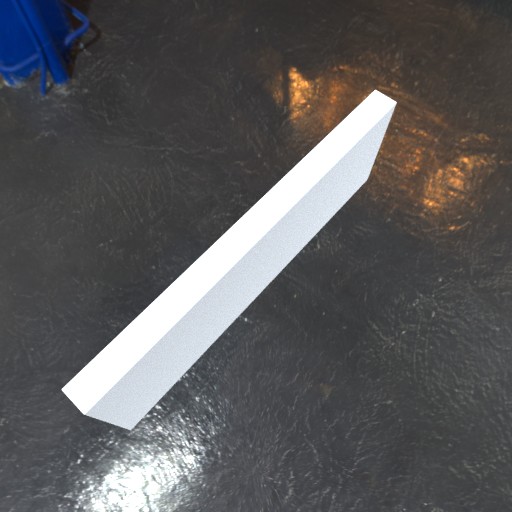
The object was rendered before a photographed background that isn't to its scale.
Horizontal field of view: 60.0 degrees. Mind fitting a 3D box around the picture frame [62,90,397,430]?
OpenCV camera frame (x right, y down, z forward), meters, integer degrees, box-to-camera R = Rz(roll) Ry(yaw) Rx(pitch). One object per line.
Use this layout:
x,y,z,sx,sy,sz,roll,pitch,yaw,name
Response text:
0.000,0.000,0.846,0.050,0.250,0.759,39,70,17,picture frame
